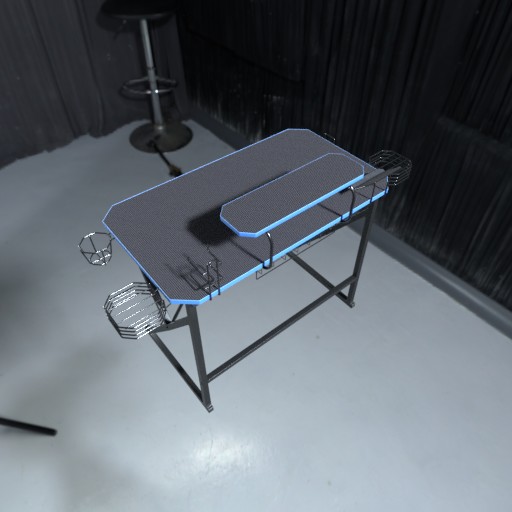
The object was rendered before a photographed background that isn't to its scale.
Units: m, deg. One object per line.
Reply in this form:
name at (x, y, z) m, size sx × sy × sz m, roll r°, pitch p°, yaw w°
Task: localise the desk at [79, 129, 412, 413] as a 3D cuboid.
desk at (0.000, 0.000, 1.818) m, size 1.295 × 0.909 × 0.594 m, roll -30°, pitch 53°, yaw -26°
